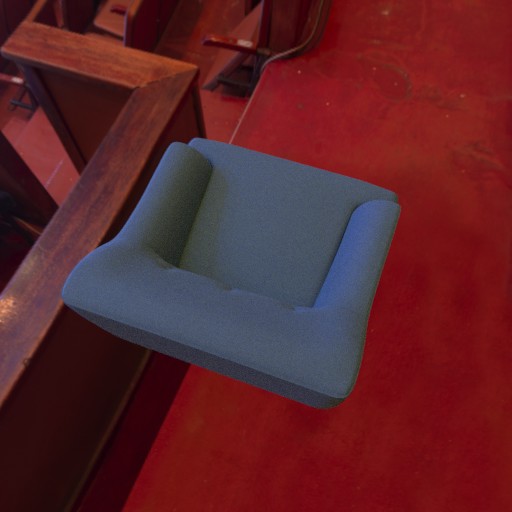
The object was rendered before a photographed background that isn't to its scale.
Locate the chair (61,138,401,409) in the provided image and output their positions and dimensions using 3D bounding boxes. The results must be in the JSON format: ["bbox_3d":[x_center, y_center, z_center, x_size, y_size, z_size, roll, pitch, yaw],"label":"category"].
[{"bbox_3d":[0.000,0.000,1.659,0.946,0.818,0.951,17,65,8],"label":"chair"}]
